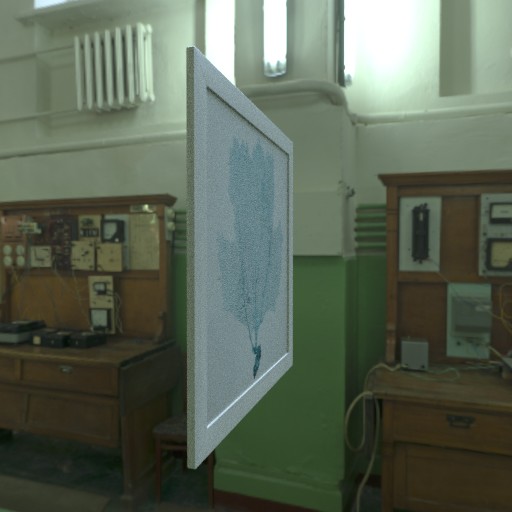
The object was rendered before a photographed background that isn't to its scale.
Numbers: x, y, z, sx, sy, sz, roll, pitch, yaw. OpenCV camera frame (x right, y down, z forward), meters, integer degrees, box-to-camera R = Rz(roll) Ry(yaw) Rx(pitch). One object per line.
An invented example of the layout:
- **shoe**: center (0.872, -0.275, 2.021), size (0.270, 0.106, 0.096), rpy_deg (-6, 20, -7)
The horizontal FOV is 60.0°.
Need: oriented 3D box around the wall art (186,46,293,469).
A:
- **wall art**: center (0.000, 0.000, 0.889), size (0.013, 0.584, 0.584), rpy_deg (0, 1, 18)
